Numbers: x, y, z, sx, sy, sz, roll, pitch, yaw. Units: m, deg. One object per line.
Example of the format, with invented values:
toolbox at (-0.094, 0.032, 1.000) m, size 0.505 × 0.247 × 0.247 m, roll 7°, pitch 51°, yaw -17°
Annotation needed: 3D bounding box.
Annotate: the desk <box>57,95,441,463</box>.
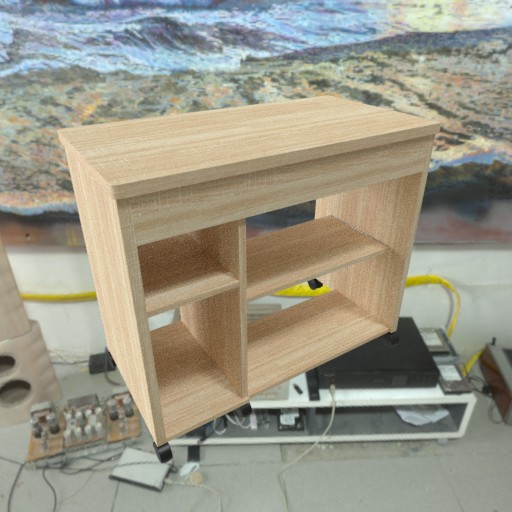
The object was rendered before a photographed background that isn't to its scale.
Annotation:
desk at (0.000, 0.000, 1.332) m, size 0.884 × 0.770 × 0.480 m, roll -17°, pitch 34°, yaw -27°
